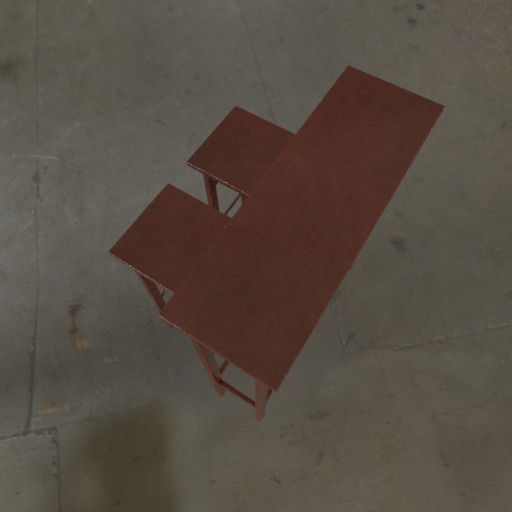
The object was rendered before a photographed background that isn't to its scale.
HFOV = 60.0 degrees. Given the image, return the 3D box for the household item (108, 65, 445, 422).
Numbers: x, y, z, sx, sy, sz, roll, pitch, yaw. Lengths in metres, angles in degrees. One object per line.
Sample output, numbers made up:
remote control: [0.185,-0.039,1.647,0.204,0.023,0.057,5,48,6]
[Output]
household item: [0.000,0.000,1.629,0.676,1.067,0.914,30,68,14]
